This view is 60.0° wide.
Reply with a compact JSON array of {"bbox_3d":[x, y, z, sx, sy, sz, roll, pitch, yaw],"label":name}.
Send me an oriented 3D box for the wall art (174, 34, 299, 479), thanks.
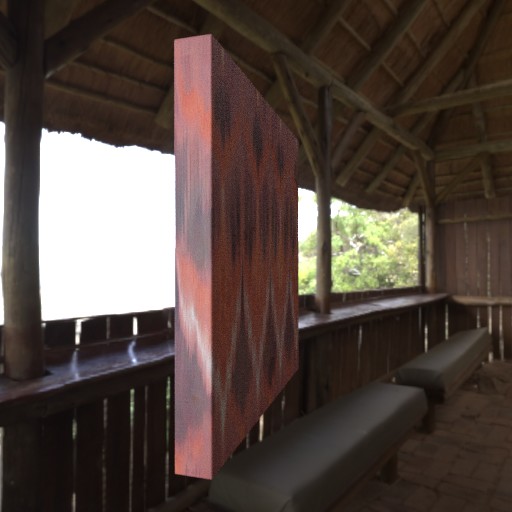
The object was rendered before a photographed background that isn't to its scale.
[{"bbox_3d":[0.000,0.000,0.601,0.038,0.406,0.403,0,1,17],"label":"wall art"}]
